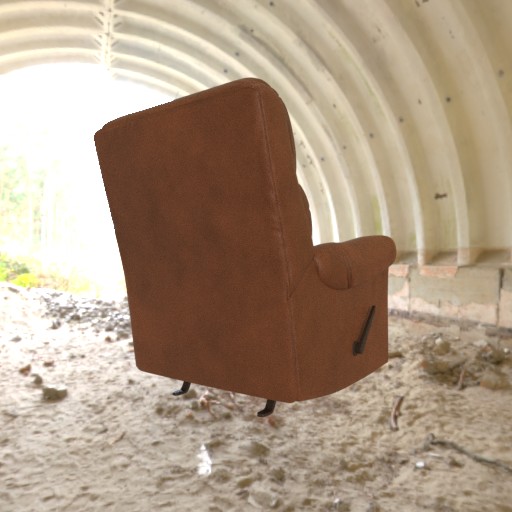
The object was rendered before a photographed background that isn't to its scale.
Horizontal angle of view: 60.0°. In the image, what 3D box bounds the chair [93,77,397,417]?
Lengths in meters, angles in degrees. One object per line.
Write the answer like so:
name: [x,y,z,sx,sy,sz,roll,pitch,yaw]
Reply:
chair: [0.000,0.000,1.777,0.838,1.054,1.014,-1,-1,36]
